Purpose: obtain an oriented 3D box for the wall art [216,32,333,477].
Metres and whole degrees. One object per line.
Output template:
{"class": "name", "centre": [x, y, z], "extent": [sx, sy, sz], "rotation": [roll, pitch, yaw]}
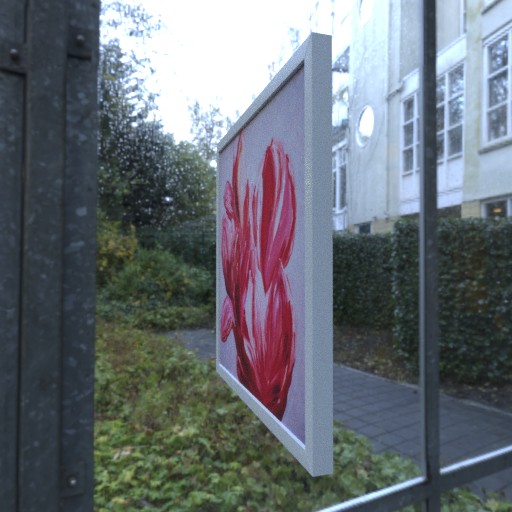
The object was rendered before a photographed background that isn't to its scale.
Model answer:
{"class": "wall art", "centre": [0.000, 0.000, 0.671], "extent": [0.023, 0.453, 0.455], "rotation": [0, -1, -17]}
